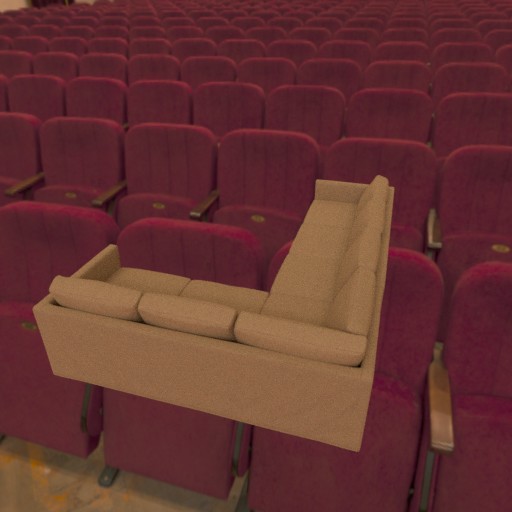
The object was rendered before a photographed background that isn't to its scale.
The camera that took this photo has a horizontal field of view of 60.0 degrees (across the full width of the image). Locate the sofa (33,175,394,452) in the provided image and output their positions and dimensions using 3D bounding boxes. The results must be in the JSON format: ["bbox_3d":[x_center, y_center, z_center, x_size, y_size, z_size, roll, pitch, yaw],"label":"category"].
[{"bbox_3d":[0.000,0.000,4.318,2.432,0.871,3.182,9,32,15],"label":"sofa"}]
